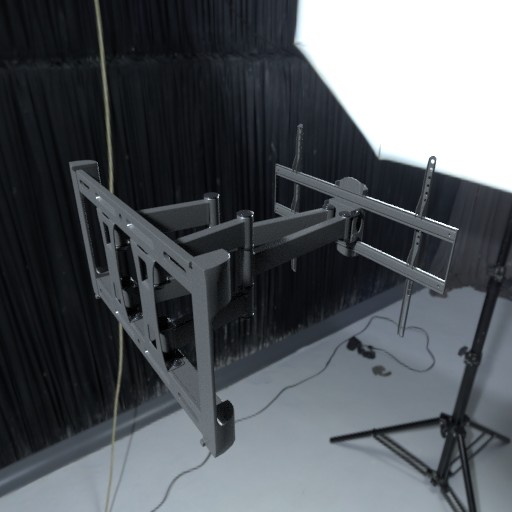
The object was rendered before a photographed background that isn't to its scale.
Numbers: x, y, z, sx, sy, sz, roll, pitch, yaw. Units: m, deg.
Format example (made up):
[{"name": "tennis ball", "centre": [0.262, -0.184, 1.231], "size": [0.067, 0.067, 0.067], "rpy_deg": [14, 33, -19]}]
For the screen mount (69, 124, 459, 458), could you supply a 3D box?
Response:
[{"name": "screen mount", "centre": [0.000, 0.000, 1.078], "size": [0.644, 0.491, 0.661], "rpy_deg": [-18, 32, -31]}]
